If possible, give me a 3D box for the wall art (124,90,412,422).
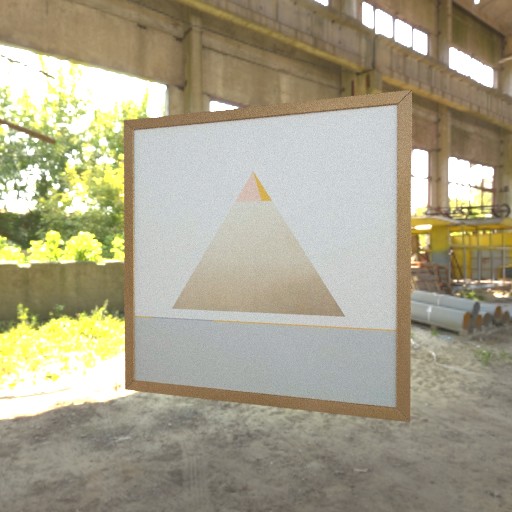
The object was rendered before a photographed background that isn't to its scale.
[{"bbox_3d":[0.000,0.000,0.778,0.513,0.511,0.038,0,1,18],"label":"wall art"}]
